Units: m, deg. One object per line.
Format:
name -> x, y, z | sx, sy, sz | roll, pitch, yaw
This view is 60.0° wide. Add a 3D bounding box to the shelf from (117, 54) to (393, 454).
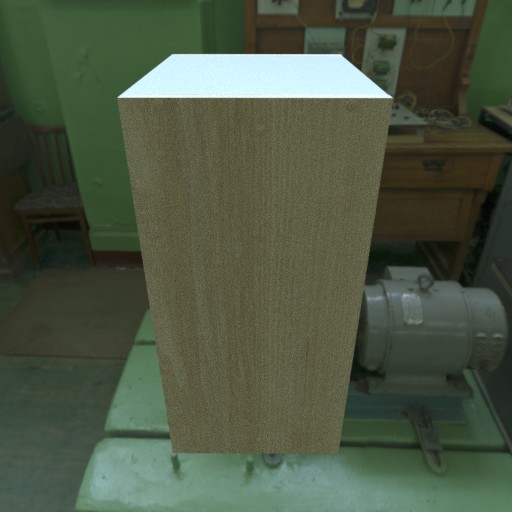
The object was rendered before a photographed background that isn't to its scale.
shelf -> 0.000, 0.000, 0.769 | 0.290, 0.600, 0.350 | 0, 31, 0
